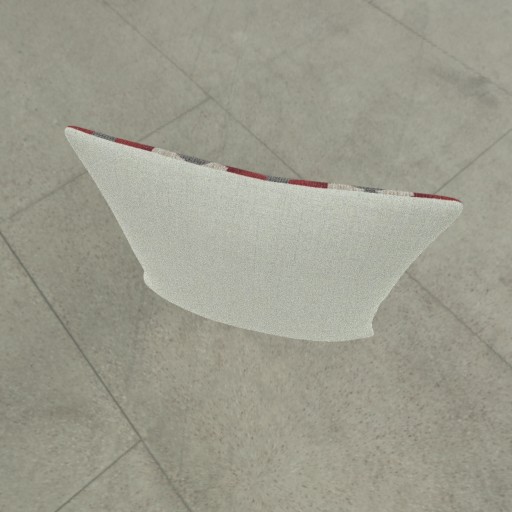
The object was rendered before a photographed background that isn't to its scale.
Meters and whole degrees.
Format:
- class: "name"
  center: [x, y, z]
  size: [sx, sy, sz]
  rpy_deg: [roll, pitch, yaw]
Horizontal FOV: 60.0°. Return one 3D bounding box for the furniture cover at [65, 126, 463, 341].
- class: "furniture cover"
  center: [0.000, 0.000, 0.639]
  size: [0.435, 0.420, 0.145]
  rpy_deg: [13, 64, 6]
